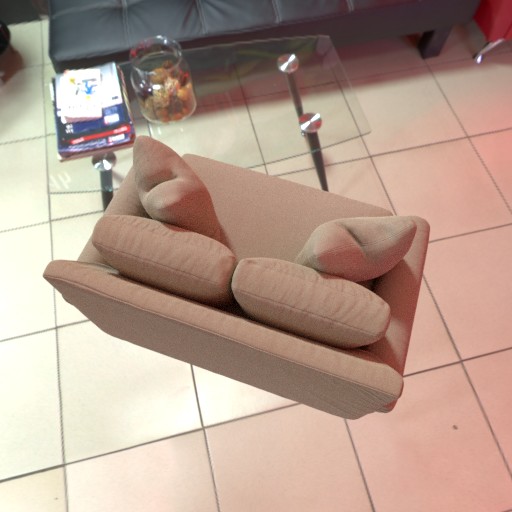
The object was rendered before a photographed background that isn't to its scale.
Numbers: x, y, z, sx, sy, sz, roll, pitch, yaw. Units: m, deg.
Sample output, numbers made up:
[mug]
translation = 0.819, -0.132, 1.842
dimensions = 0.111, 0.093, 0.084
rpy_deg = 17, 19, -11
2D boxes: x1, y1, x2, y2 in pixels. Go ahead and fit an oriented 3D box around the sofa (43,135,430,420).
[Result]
[sofa]
translation = 0.000, 0.000, 2.168
dimensions = 1.550, 0.905, 1.070
rpy_deg = 17, 66, 8
